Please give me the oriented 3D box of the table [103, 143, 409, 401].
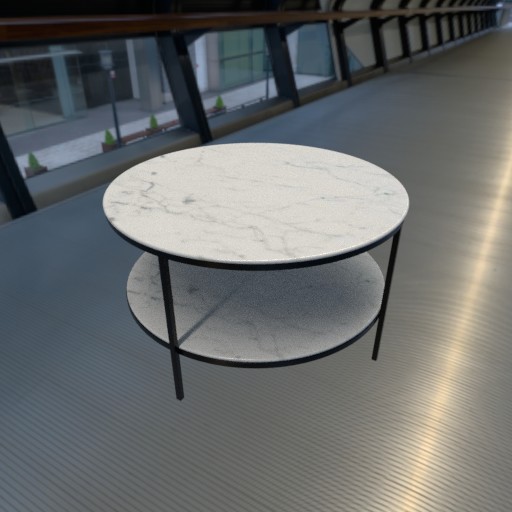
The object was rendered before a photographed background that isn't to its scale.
[{"bbox_3d":[0.000,0.000,1.319,0.800,0.450,0.800,0,31,0],"label":"table"}]
